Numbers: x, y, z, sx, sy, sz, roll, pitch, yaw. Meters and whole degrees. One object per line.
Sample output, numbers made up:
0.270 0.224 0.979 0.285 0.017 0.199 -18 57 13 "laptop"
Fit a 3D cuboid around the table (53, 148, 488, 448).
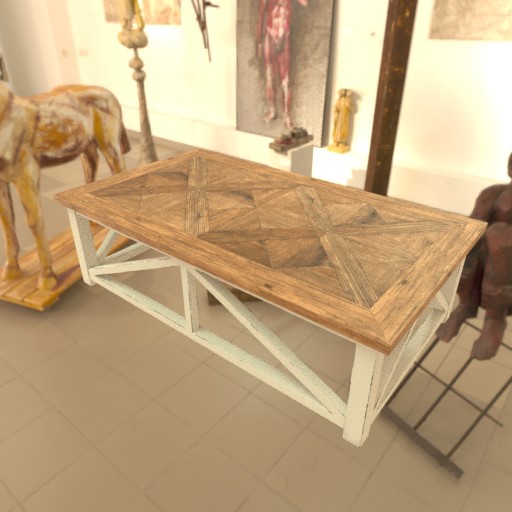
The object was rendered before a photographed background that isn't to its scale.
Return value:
0.000 0.000 1.731 1.400 0.410 0.800 22 37 33 "table"
